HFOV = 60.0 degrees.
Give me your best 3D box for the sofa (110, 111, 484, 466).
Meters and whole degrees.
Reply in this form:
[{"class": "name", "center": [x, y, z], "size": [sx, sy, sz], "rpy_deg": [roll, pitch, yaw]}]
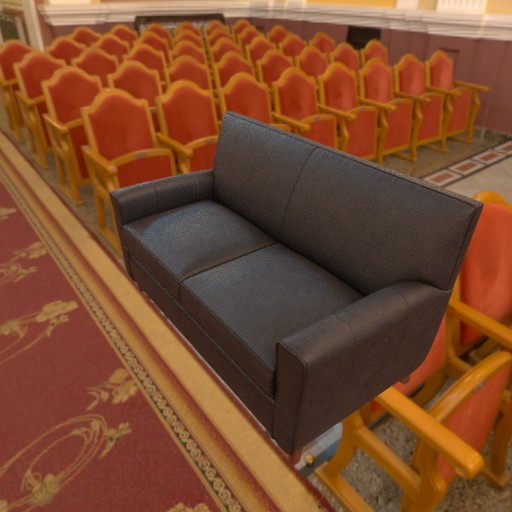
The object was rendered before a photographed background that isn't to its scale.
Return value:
[{"class": "sofa", "center": [0.000, 0.000, 1.980], "size": [0.787, 0.871, 1.473], "rpy_deg": [-22, 38, -30]}]
